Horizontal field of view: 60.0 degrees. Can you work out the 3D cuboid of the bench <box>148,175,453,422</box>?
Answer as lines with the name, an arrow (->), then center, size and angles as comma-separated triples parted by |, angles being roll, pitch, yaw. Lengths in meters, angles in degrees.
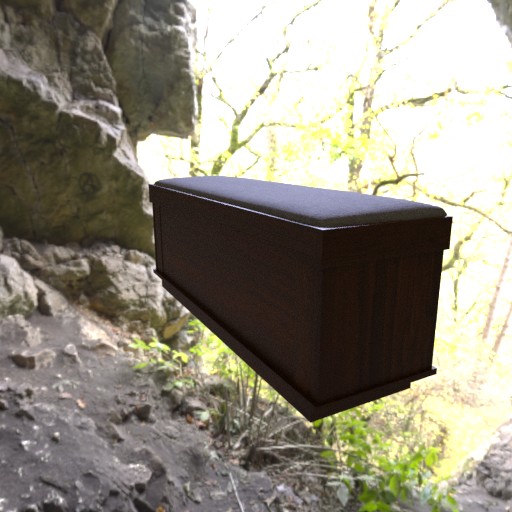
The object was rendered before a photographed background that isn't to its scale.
bench -> 0.000, 0.000, 1.449 | 0.367, 0.468, 1.196 | -7, 15, -27
